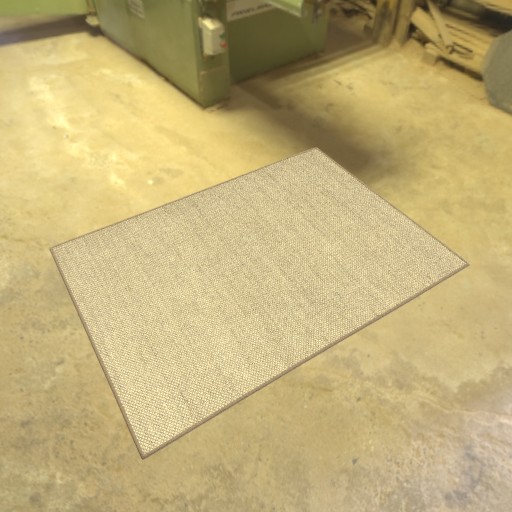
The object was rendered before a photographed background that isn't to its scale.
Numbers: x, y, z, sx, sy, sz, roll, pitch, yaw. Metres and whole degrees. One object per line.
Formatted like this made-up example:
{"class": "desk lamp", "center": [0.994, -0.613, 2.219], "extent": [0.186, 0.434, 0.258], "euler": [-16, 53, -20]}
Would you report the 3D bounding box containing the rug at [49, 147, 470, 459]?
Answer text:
{"class": "rug", "center": [0.000, 0.000, 2.726], "extent": [2.115, 0.013, 1.517], "euler": [-25, 51, -22]}
